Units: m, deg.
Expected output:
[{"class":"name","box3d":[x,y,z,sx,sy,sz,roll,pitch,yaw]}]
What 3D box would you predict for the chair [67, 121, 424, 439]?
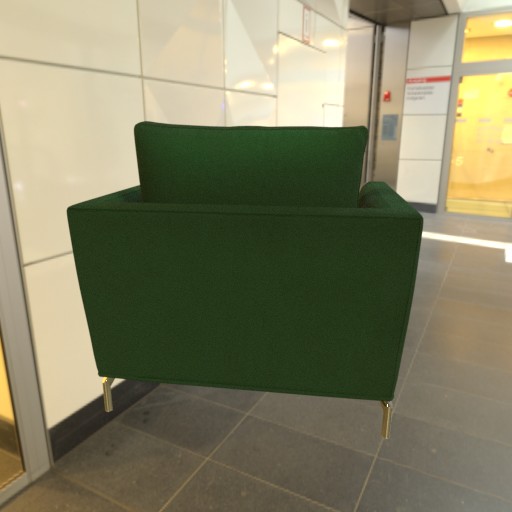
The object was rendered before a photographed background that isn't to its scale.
[{"class":"chair","box3d":[0.000,0.000,1.722,1.047,0.997,0.852,2,16,8]}]
